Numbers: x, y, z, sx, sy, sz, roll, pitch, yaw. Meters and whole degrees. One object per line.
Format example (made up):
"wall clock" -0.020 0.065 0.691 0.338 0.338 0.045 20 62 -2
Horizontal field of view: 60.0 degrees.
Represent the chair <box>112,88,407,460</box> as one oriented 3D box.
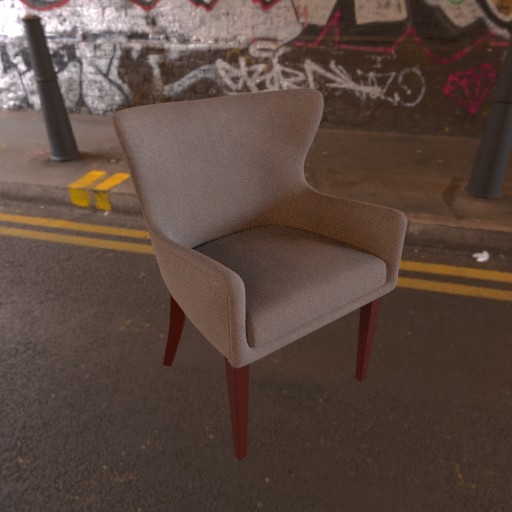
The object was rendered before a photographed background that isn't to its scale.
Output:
"chair" 0.000 0.000 1.448 0.732 0.948 0.677 -20 34 -32
